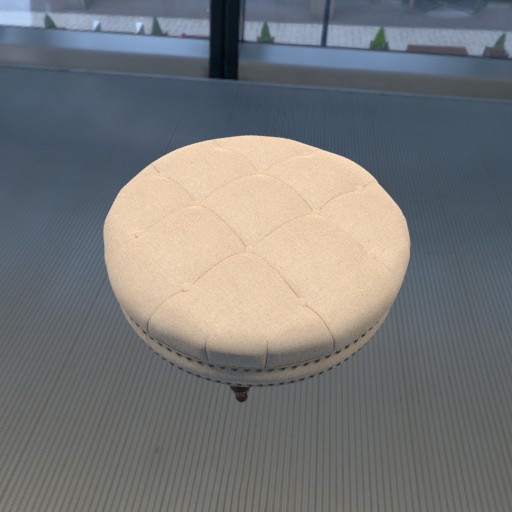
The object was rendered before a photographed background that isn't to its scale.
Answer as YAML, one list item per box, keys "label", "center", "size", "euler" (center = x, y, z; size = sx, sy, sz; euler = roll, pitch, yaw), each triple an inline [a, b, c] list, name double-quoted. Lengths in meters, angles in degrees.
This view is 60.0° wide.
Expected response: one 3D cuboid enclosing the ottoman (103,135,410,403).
- label: "ottoman"
  center: [0.000, 0.000, 1.484]
  size: [0.940, 0.483, 0.940]
  euler: [0, 46, 0]
